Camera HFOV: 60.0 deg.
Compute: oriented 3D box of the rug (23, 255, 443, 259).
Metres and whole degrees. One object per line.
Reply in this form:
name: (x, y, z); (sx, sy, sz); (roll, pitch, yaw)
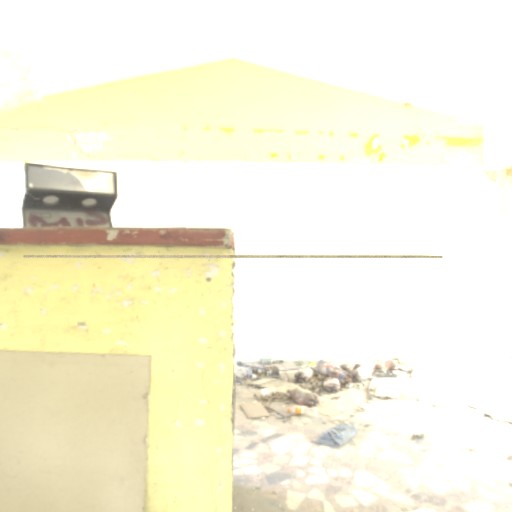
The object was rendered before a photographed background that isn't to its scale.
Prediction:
rug: (0.000, 0.000, 4.131); (3.038, 0.019, 2.420); (0, 0, 18)
